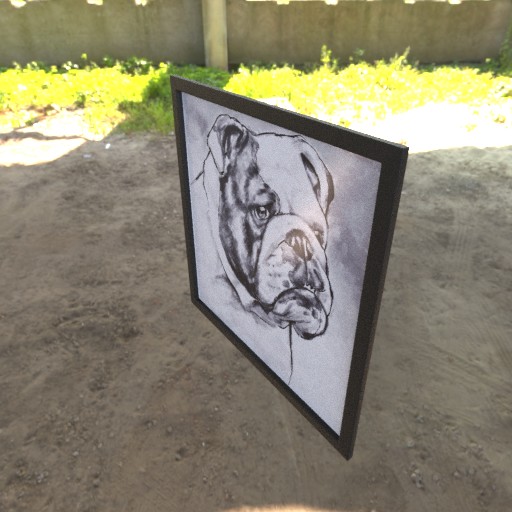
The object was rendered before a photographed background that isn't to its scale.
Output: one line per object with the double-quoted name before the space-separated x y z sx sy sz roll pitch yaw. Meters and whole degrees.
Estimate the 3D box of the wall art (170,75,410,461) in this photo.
"wall art" 0.000 0.000 0.973 0.016 0.659 0.663 -21 37 -30
